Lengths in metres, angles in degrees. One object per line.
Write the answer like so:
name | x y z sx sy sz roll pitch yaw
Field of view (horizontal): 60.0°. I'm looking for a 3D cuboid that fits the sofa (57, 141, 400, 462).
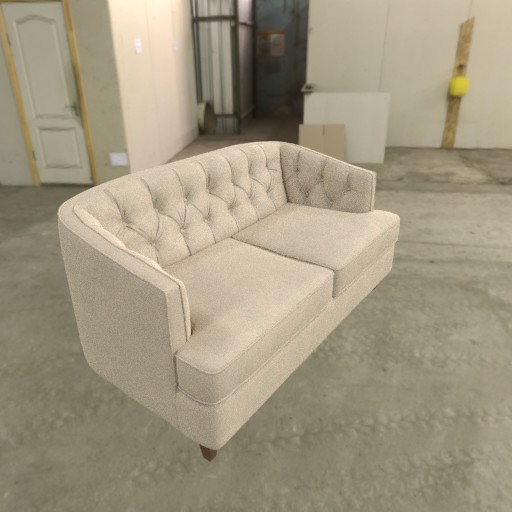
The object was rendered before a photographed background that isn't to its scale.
sofa | 0.000 0.000 2.262 0.940 0.878 1.731 18 31 32
